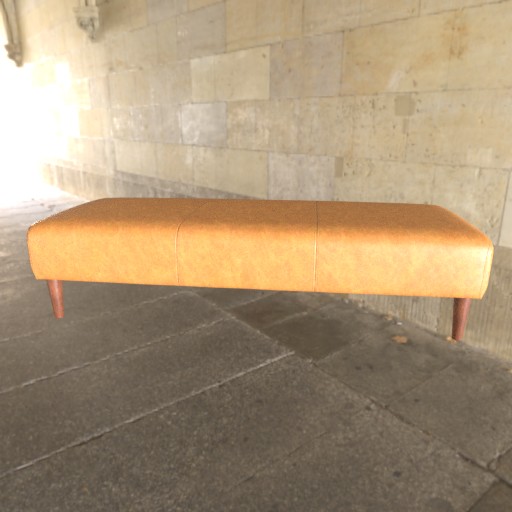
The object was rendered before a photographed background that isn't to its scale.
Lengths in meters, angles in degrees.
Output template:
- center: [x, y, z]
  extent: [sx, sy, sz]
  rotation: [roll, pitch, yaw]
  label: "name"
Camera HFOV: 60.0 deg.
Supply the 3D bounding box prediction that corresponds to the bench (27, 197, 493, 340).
- center: [0.000, 0.000, 1.827]
  extent: [1.610, 0.399, 0.653]
  rotation: [2, 17, 7]
  label: "bench"
